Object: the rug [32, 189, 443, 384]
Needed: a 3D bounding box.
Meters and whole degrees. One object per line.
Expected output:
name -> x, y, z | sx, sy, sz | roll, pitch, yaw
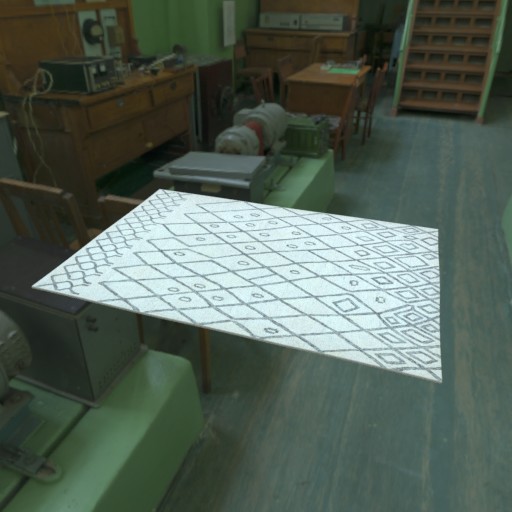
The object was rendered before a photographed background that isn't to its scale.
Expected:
rug -> 0.000, 0.000, 2.330 | 1.828, 0.015, 1.222 | 10, 33, 16
